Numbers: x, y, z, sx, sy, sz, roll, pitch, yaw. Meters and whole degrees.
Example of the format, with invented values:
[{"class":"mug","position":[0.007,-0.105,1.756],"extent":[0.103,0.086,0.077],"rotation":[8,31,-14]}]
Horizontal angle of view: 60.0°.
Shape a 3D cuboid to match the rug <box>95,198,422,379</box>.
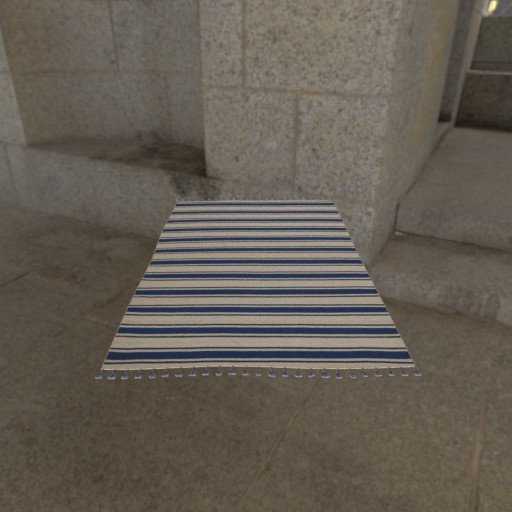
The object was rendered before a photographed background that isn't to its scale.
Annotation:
[{"class":"rug","position":[0.000,0.000,2.624],"extent":[1.248,0.009,2.108],"rotation":[0,26,-1]}]
